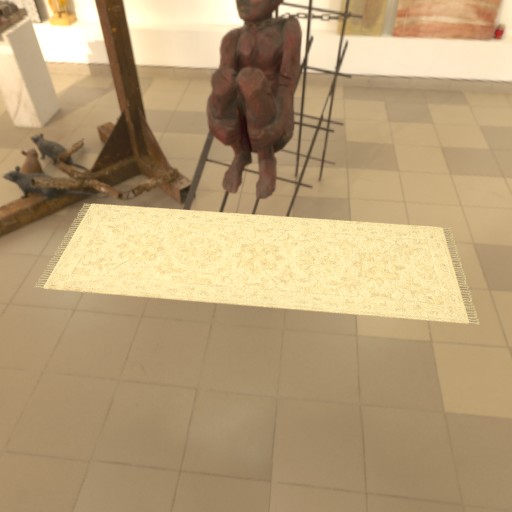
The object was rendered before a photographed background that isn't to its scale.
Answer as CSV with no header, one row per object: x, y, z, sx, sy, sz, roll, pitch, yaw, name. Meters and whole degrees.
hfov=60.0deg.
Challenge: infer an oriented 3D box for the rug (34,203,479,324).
0.000,0.000,2.797,2.544,0.015,0.795,4,46,4,rug
